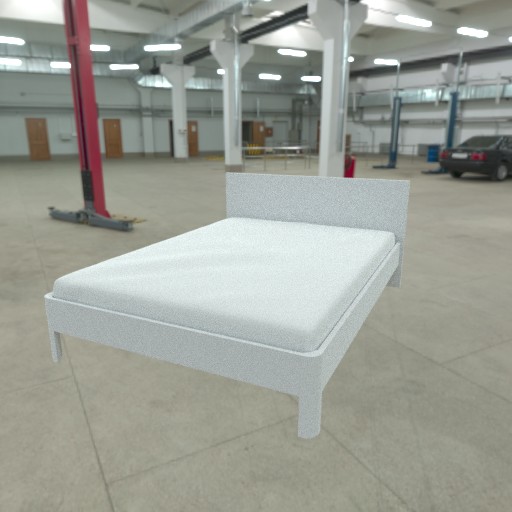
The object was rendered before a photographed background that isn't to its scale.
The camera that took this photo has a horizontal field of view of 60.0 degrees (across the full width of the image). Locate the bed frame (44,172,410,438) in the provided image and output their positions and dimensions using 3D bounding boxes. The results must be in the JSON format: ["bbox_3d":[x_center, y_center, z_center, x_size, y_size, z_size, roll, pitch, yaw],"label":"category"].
[{"bbox_3d":[0.000,0.000,2.727,1.490,0.800,1.950,7,17,25],"label":"bed frame"}]
